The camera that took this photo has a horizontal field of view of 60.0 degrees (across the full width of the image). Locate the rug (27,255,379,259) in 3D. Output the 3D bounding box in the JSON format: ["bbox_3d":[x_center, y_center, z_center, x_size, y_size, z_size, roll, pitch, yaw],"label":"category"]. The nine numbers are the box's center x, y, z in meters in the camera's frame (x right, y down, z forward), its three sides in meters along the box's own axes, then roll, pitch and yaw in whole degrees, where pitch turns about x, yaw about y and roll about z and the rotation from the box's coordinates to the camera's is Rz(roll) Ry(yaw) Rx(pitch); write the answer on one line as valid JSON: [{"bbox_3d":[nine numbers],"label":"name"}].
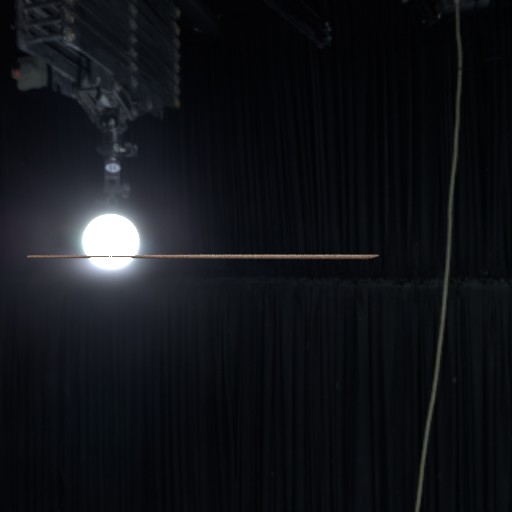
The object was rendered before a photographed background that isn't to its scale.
[{"bbox_3d":[0.000,0.000,2.906,1.524,0.011,2.286,0,0,16],"label":"rug"}]
